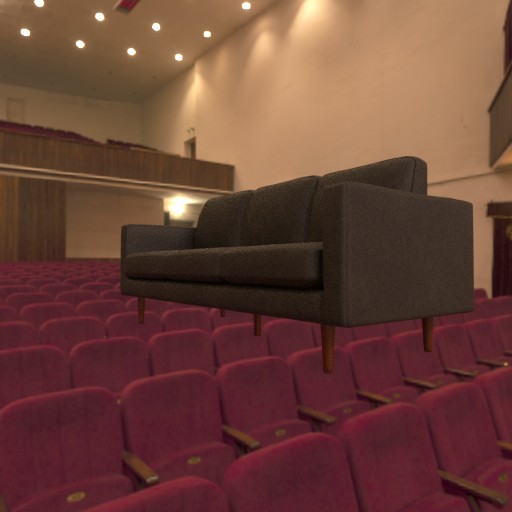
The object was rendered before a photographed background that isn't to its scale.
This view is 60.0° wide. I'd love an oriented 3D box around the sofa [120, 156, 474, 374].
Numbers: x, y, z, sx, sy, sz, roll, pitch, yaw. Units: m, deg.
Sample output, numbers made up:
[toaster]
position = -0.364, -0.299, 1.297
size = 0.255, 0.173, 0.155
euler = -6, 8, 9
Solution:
[sofa]
position = 0.000, 0.000, 2.498
size = 0.879, 0.899, 2.029
euler = 1, -1, -37
